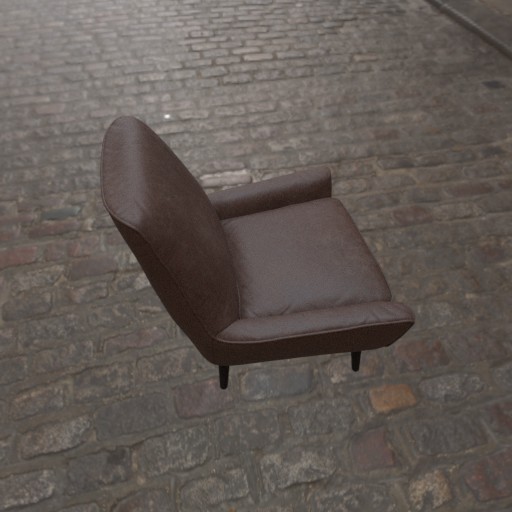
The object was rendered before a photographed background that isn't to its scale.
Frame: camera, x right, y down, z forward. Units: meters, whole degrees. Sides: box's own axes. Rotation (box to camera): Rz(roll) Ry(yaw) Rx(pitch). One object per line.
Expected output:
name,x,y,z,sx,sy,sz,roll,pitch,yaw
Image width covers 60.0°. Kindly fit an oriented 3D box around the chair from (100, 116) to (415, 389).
chair,0.000,0.000,1.511,0.824,0.888,0.787,-9,47,-9
